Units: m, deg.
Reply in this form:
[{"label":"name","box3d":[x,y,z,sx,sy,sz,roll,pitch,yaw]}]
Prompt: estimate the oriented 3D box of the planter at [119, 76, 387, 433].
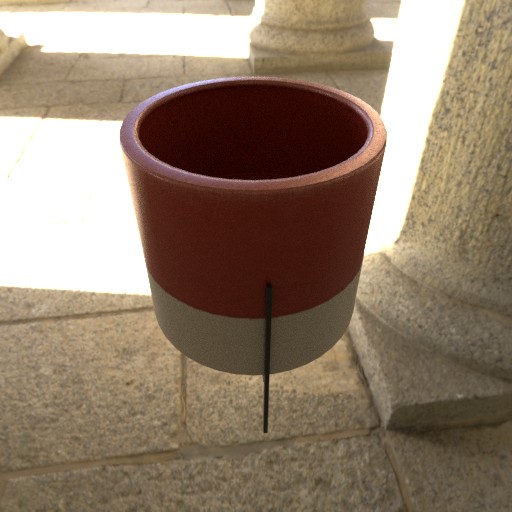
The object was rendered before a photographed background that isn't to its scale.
[{"label":"planter","box3d":[0.000,0.000,0.726,0.354,0.465,0.345,-25,47,-27]}]
